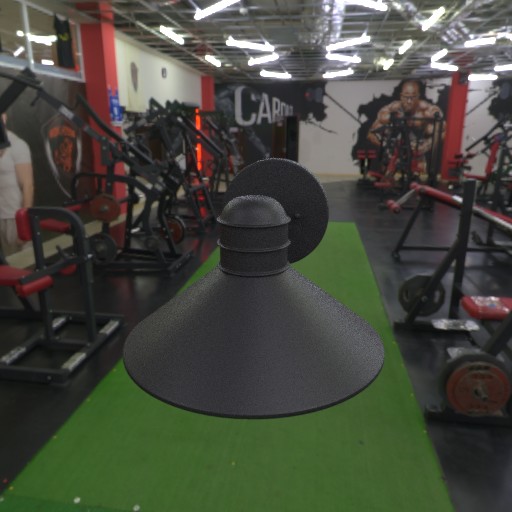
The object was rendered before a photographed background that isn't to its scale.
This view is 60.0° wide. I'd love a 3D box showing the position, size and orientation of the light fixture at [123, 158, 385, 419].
[{"bbox_3d":[0.000,0.000,0.679,0.396,0.265,0.434,3,17,10],"label":"light fixture"}]
